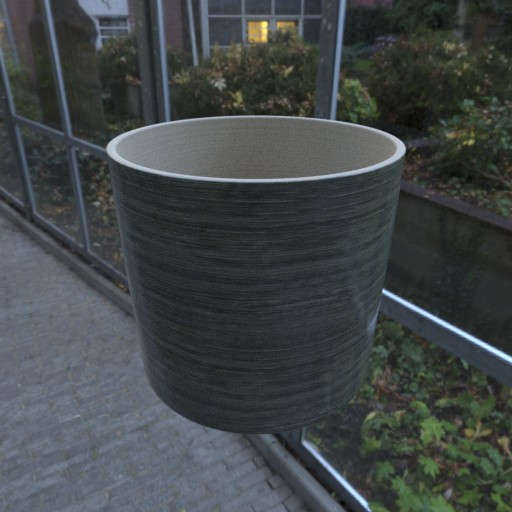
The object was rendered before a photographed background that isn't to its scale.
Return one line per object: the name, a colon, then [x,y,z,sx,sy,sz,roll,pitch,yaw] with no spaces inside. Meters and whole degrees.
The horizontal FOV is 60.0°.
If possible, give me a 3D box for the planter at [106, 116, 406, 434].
planter: [0.000,0.000,0.386,0.221,0.201,0.221,0,27,0]
